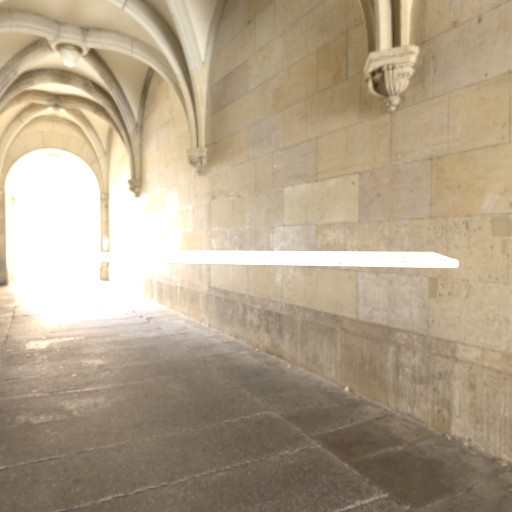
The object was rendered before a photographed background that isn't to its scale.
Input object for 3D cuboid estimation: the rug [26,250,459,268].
[{"bbox_3d":[0.000,0.000,2.276,1.778,0.030,1.219,1,2,18],"label":"rug"}]
